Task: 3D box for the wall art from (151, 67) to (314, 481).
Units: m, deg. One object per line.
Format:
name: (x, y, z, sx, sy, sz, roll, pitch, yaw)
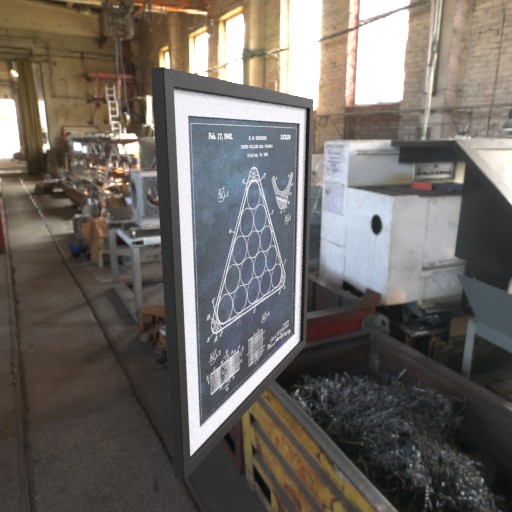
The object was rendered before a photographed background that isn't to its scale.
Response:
wall art: (0.000, 0.000, 1.211, 0.028, 0.863, 0.755, 8, 17, 26)
